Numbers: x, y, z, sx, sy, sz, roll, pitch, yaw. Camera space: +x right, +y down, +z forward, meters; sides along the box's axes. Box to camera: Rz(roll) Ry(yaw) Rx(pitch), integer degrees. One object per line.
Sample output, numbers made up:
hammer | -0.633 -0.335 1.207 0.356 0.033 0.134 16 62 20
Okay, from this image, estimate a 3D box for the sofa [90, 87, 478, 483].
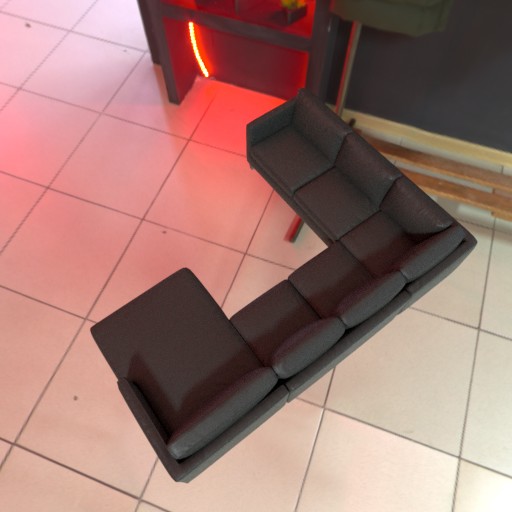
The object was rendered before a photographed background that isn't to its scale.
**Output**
sofa | 0.000 0.000 4.463 3.460 0.923 2.593 -34 68 -16
